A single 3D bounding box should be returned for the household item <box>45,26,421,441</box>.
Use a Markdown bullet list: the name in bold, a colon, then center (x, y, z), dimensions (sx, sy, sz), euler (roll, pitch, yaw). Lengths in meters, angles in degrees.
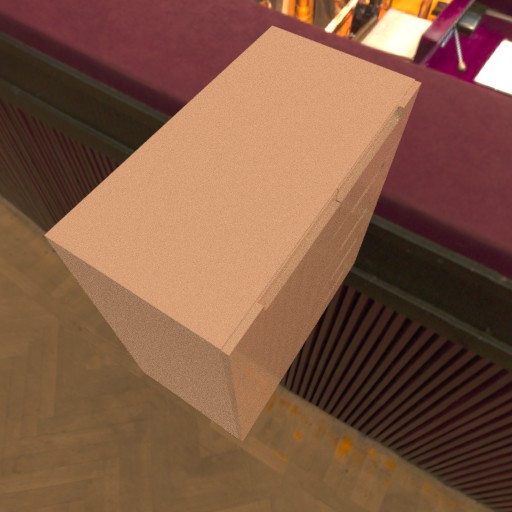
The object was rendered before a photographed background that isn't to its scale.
- **household item**: center (0.000, 0.000, 1.311), dimensions (0.420, 0.870, 0.800), euler (29, 63, 17)
